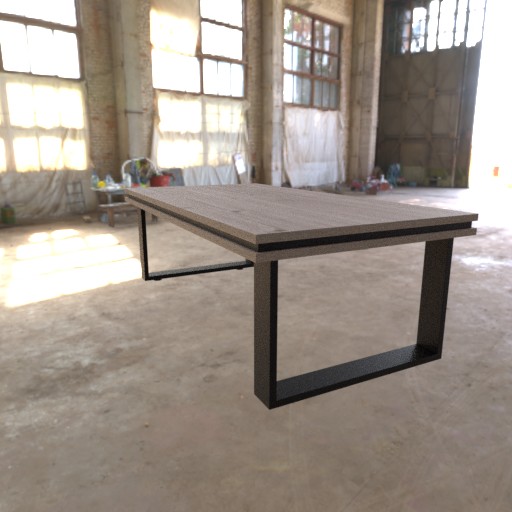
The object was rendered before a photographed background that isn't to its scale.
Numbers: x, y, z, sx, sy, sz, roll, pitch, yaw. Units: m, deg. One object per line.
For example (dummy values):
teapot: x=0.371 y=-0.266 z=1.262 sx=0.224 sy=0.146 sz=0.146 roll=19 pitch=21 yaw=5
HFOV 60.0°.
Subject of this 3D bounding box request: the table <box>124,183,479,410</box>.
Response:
table: x=0.000 y=0.000 z=1.715 sx=0.700 sy=0.450 sz=1.350 roll=-7 pitch=15 yaw=-27
